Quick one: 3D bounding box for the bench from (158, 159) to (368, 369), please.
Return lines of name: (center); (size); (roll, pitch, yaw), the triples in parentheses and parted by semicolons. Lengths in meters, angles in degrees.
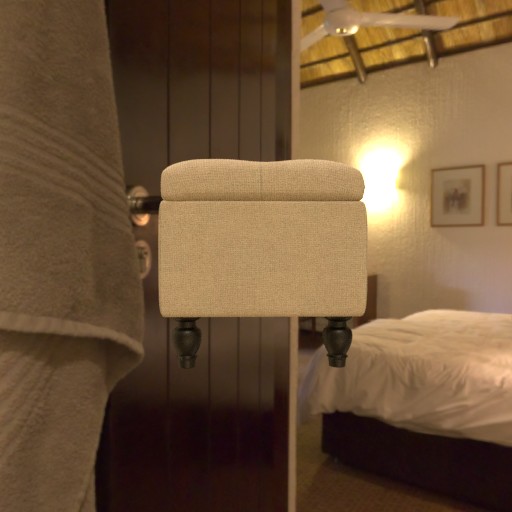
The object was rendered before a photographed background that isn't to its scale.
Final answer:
bench: (0.000, 0.000, 1.681); (0.455, 0.467, 1.480); (0, 1, -1)
